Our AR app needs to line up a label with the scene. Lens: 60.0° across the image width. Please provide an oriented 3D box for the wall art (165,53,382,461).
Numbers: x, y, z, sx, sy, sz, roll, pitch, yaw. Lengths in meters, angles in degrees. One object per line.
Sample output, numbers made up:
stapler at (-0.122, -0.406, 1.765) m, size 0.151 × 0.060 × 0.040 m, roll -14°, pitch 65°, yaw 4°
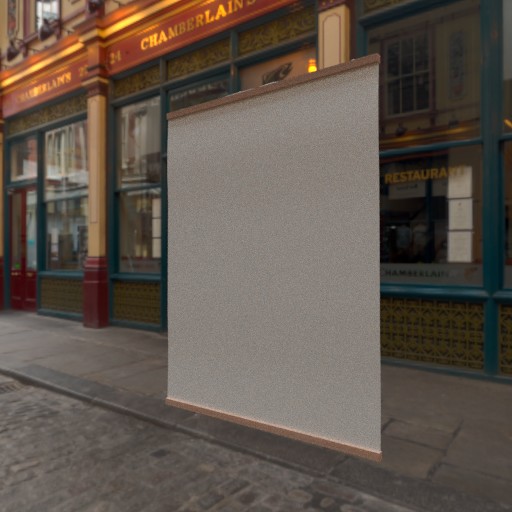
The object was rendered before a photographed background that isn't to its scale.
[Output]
wall art at (0.000, 0.000, 1.321) m, size 0.758 × 1.013 × 0.020 m, roll -1°, pitch -1°, yaw 36°
